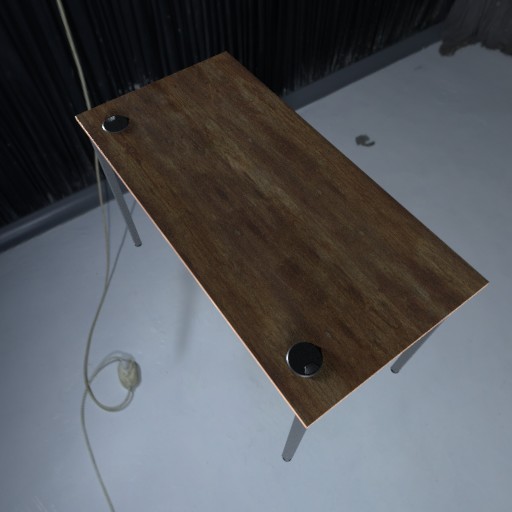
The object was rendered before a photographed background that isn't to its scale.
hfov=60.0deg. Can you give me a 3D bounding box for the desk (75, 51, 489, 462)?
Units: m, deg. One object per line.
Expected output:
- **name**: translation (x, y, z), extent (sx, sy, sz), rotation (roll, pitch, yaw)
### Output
- **desk**: translation (0.000, 0.000, 1.607), extent (0.600, 0.749, 1.200), rotation (-32, 63, -18)
